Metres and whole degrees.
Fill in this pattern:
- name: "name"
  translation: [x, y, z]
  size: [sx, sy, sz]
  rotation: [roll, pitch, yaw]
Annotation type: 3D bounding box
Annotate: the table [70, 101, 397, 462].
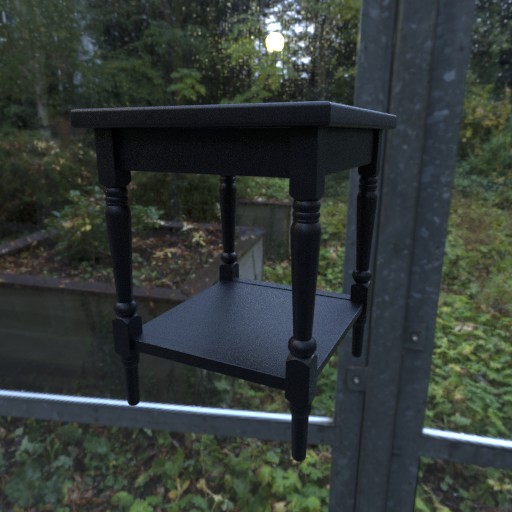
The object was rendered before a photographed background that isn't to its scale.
- name: "table"
  translation: [0.000, 0.000, 0.917]
  size: [0.442, 0.565, 0.488]
  rotation: [7, 17, 25]
